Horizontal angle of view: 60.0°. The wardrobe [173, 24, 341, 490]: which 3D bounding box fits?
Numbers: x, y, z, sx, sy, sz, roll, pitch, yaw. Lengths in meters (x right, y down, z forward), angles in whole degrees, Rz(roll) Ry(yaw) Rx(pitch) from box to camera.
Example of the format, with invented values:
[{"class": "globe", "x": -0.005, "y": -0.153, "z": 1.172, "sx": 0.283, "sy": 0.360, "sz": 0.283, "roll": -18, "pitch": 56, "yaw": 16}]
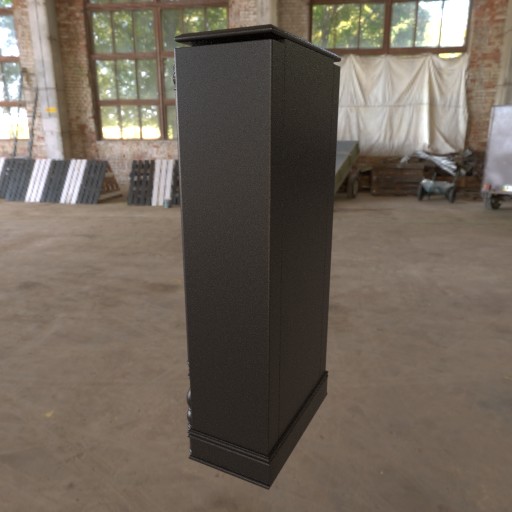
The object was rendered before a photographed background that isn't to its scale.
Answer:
[{"class": "wardrobe", "x": 0.000, "y": 0.000, "z": 1.171, "sx": 0.295, "sy": 1.011, "sz": 0.444, "roll": 8, "pitch": 18, "yaw": 26}]
